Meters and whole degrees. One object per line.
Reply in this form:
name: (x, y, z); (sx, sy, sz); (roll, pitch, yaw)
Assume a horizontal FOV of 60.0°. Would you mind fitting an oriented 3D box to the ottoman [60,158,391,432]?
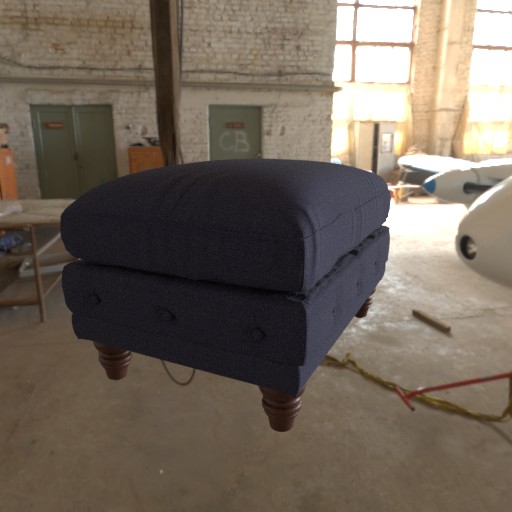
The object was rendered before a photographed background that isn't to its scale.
ottoman: (0.000, 0.000, 1.152); (0.558, 0.486, 0.767); (7, 17, 26)
